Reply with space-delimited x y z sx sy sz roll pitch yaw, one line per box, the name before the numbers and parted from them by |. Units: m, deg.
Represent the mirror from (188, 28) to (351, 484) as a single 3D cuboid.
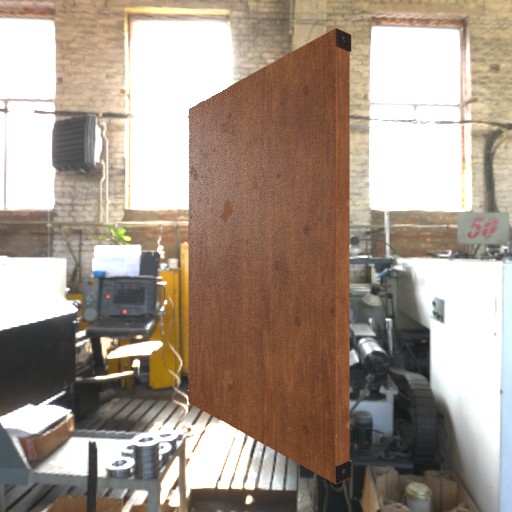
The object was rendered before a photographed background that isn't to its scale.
mirror | 0.000 0.000 0.957 0.053 0.761 0.517 0 0 -37
